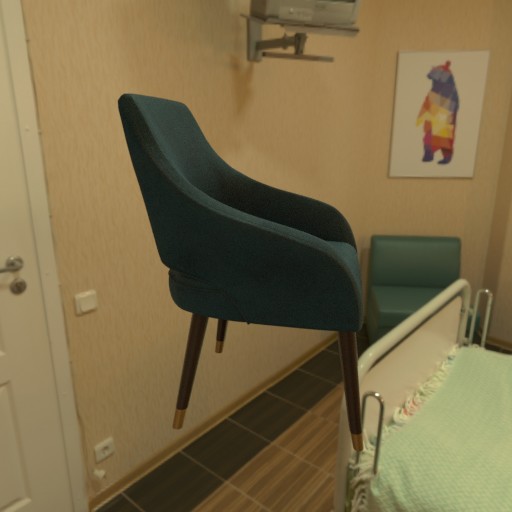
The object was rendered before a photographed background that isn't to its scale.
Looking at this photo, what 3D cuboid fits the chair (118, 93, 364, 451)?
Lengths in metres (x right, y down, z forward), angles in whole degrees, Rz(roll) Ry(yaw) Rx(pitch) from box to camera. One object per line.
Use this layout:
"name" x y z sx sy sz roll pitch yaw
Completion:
"chair" 0.000 0.000 1.573 0.794 1.081 0.683 3 17 10
